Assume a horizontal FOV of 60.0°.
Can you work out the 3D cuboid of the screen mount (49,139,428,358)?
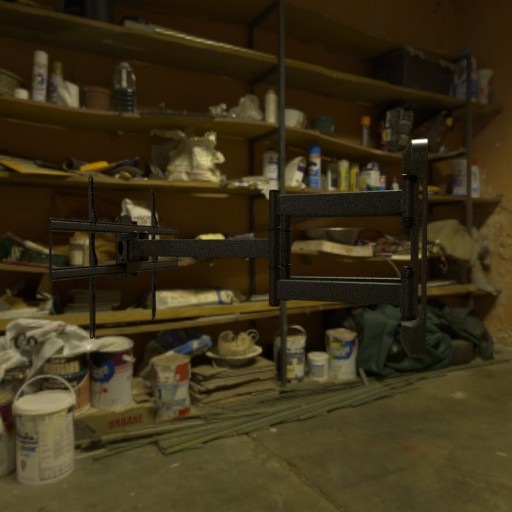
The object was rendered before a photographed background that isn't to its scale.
[{"bbox_3d":[0.000,0.000,1.318,0.905,0.483,0.725,0,2,17],"label":"screen mount"}]
